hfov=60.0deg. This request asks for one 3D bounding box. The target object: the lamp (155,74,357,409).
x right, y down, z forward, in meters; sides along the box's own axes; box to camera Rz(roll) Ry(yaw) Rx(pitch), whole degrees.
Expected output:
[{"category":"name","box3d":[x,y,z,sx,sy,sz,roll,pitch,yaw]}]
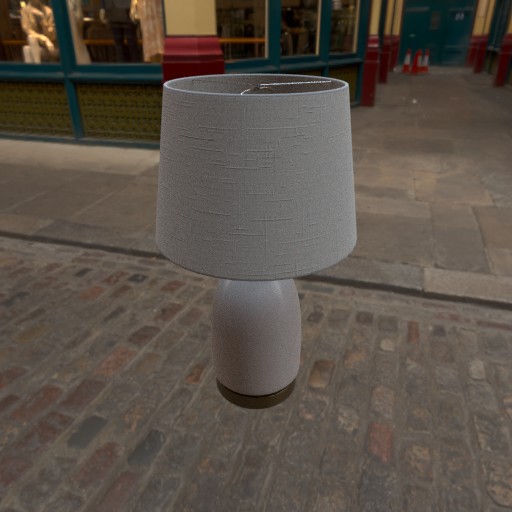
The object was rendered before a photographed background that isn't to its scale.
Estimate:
[{"category":"lamp","box3d":[0.000,0.000,0.659,0.285,0.483,0.285,0,27,0]}]
